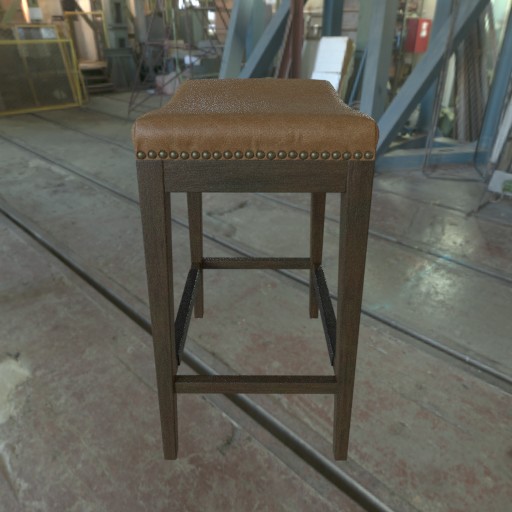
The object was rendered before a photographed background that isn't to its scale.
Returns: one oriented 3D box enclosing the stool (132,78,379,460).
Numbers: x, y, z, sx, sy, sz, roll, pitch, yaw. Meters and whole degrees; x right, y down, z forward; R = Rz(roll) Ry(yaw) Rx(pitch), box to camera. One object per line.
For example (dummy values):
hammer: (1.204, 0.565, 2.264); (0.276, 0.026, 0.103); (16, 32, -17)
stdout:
stool: (0.000, 0.000, 0.944); (0.361, 0.660, 0.500); (0, 28, 0)
